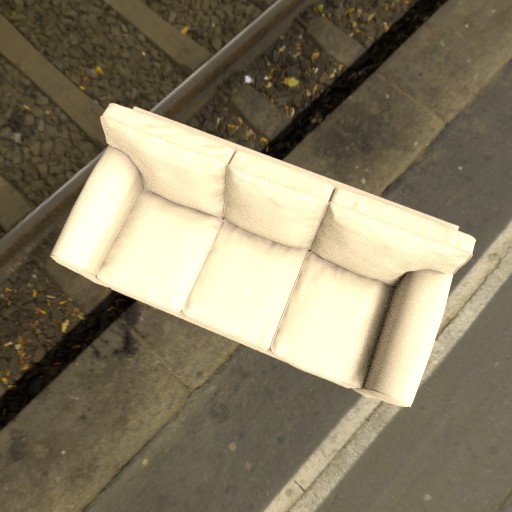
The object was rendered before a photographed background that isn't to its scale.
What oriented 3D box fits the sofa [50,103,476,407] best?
[{"bbox_3d":[0.000,0.000,2.601,2.118,0.889,0.998,22,75,6],"label":"sofa"}]
